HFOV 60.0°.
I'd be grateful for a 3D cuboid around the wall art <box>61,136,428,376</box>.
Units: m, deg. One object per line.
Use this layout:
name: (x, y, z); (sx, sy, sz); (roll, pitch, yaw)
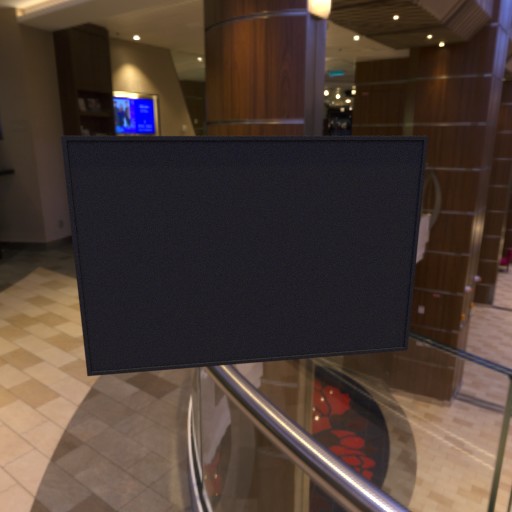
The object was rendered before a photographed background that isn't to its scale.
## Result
wall art: (0.000, 0.000, 1.539); (1.190, 0.805, 0.028); (-2, 15, -9)
